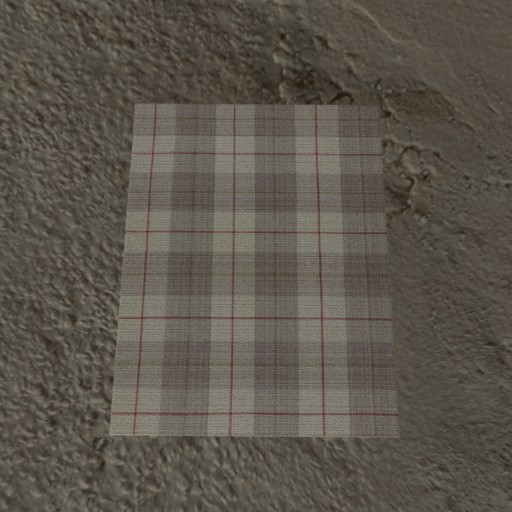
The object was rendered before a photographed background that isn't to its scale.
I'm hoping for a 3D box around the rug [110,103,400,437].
[{"bbox_3d":[0.000,0.000,3.883,2.317,0.016,2.959,0,77,0],"label":"rug"}]
